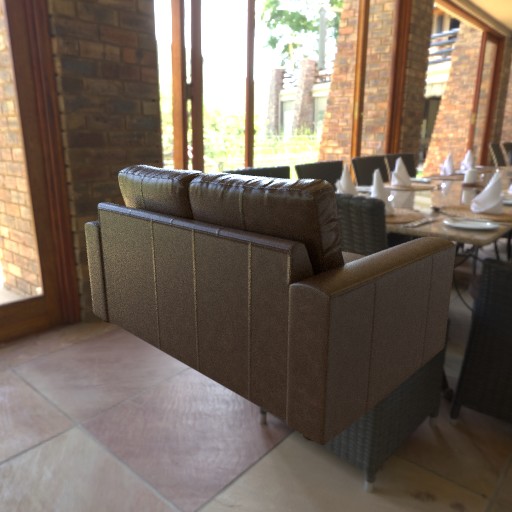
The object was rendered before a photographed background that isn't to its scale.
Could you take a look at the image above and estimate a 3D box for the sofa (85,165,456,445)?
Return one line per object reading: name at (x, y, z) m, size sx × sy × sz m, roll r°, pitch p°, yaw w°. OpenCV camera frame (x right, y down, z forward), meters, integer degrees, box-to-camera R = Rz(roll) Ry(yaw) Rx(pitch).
sofa at (0.000, 0.000, 2.232) m, size 1.616 × 0.873 × 1.016 m, roll 14°, pitch 21°, yaw 42°
